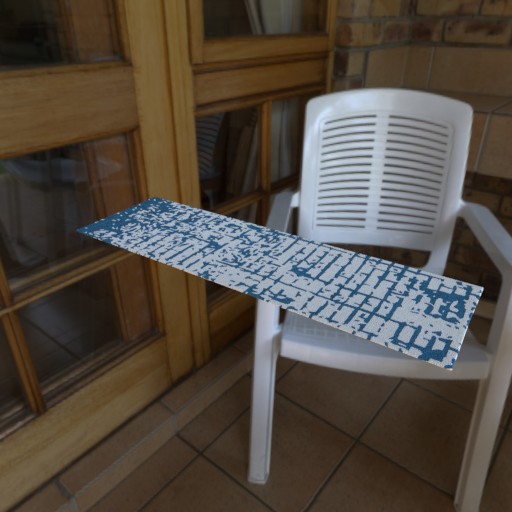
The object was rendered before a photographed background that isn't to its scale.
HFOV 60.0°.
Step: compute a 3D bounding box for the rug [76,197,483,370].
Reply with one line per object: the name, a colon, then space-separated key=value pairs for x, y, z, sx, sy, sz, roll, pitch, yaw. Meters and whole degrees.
rug: x=0.000 y=0.000 z=2.695 sx=2.435 sy=0.011 sz=0.750 roll=18 pitch=33 yaw=29
